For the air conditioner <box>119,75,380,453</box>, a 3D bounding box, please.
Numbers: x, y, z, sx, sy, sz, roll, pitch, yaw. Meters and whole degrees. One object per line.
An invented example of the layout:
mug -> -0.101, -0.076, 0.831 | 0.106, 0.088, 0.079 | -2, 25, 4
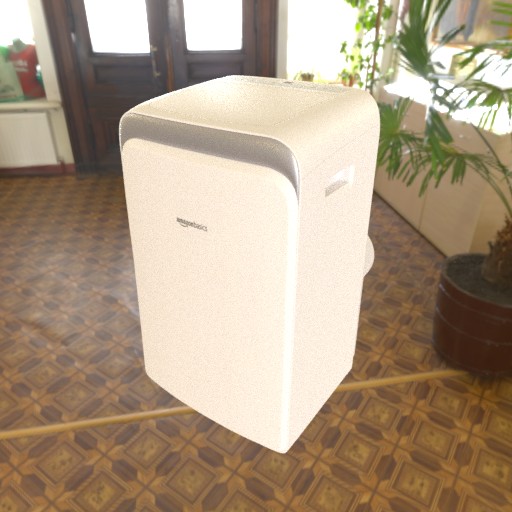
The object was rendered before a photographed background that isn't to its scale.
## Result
air conditioner -> 0.000, 0.000, 1.081 | 0.478, 0.765, 0.467 | 19, 35, 29
